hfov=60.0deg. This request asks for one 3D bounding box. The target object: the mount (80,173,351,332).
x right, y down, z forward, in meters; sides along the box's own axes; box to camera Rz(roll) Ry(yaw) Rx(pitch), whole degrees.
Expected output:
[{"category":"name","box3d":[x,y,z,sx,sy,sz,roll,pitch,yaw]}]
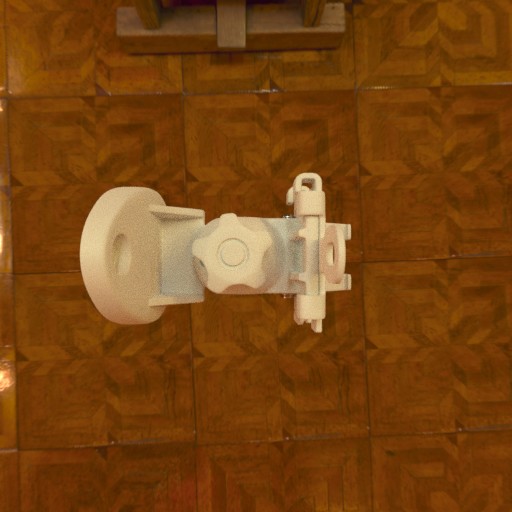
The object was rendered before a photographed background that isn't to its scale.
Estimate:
[{"category":"mount","box3d":[0.000,0.000,0.178,0.100,0.118,0.066,0,89,-1]}]
